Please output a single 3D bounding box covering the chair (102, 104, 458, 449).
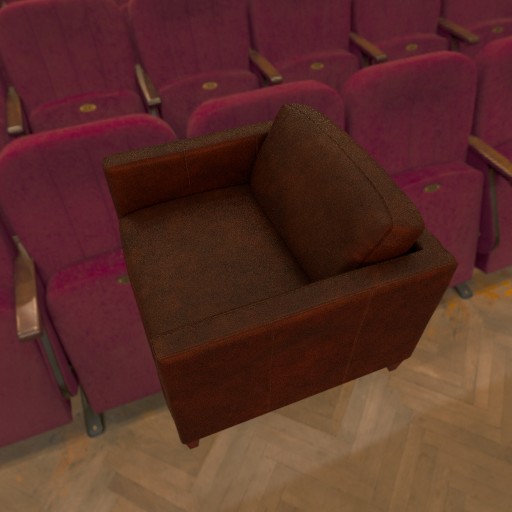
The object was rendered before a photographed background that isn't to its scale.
[{"bbox_3d":[0.000,0.000,1.750,0.975,0.864,0.990,-16,49,-15],"label":"chair"}]
